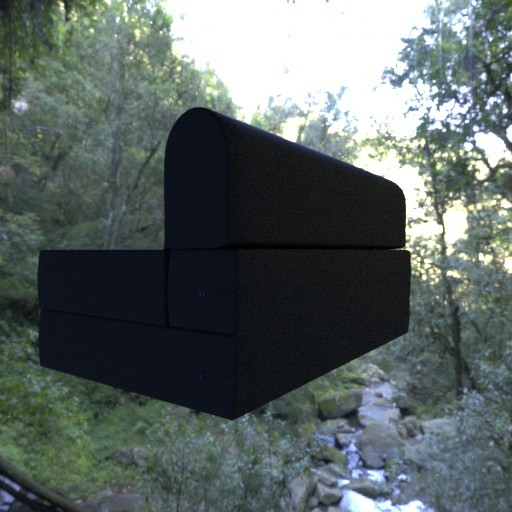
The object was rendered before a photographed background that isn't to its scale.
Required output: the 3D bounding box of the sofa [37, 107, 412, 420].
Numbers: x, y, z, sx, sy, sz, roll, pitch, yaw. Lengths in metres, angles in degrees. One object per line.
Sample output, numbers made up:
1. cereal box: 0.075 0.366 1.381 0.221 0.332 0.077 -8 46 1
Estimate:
1. sofa: 0.000 0.000 1.602 0.762 0.660 1.219 0 1 35
